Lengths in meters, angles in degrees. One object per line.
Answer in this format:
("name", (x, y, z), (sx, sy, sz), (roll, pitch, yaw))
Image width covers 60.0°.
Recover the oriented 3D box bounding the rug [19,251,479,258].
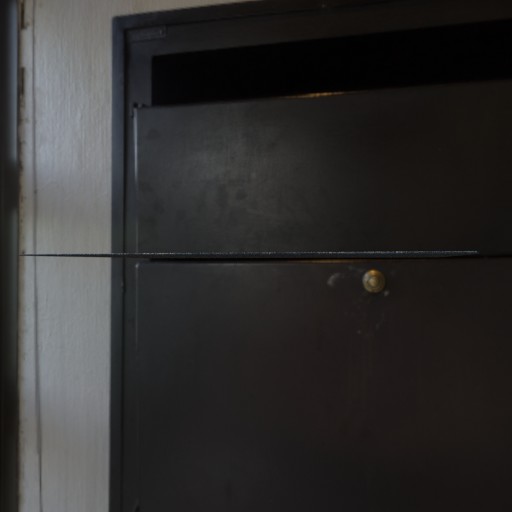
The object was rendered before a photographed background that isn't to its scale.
("rug", (0.000, 0.000, 2.159), (1.795, 0.008, 1.102), (0, -1, 16))
